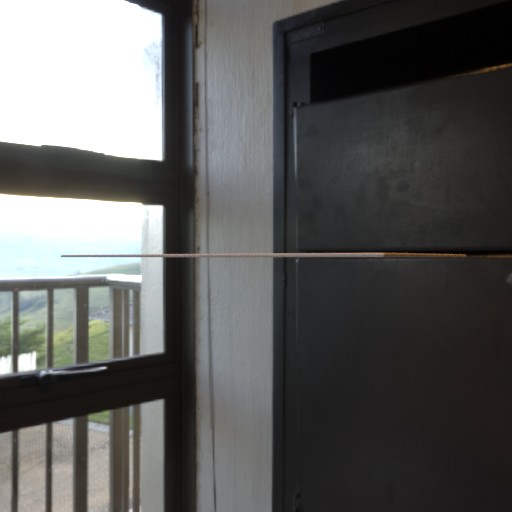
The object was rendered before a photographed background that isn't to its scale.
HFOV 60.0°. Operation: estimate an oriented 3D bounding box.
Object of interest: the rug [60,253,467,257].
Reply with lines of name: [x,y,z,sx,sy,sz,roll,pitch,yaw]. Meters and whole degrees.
rug: [0.000,0.000,2.153,1.676,0.013,1.067,0,0,37]
